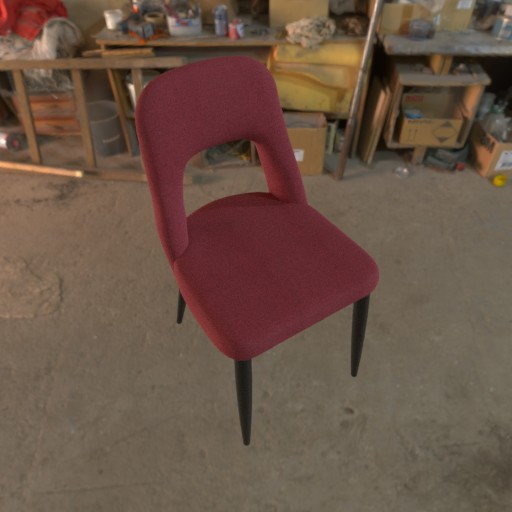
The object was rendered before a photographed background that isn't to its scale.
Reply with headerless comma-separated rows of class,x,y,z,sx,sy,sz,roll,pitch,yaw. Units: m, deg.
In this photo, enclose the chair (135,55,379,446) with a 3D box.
chair,0.000,0.000,1.234,0.483,0.892,0.569,-24,50,-22
